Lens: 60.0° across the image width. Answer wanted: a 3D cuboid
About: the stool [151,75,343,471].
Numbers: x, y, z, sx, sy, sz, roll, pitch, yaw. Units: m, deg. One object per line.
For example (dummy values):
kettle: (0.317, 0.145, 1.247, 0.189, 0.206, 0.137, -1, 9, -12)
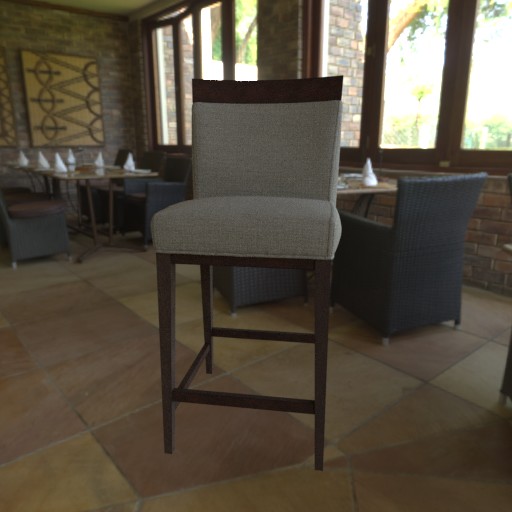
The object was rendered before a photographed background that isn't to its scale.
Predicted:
stool: (0.000, 0.000, 1.409, 0.511, 1.117, 0.531, 2, 15, 9)
